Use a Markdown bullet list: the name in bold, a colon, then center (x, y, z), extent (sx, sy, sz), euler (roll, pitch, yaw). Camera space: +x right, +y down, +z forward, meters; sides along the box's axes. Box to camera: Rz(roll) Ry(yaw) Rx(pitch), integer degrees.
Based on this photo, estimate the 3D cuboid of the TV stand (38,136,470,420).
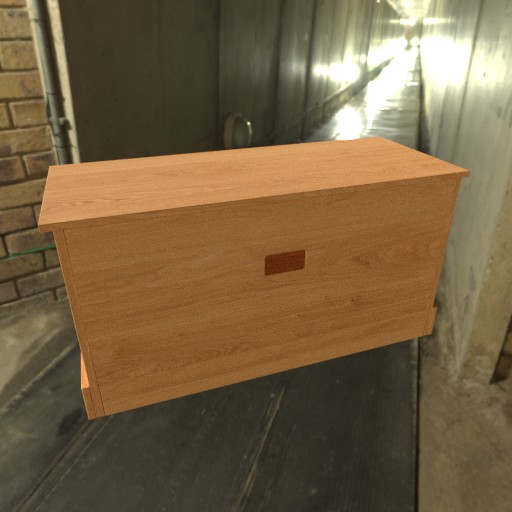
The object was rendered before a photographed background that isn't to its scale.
- **TV stand**: center (0.000, 0.000, 1.355), extent (1.080, 0.550, 0.440), euler (-9, 29, -17)
